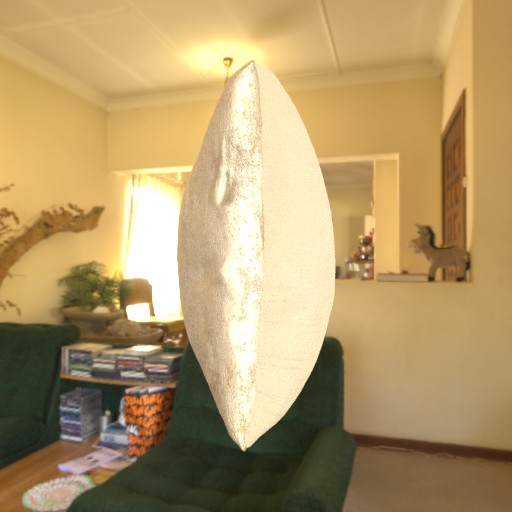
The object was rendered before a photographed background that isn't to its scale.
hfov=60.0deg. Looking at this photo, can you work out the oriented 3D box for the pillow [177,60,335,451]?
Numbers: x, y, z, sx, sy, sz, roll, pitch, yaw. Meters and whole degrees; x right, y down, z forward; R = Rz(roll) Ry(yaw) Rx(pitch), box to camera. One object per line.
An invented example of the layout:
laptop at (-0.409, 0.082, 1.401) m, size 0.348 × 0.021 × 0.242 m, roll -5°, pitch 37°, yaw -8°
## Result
pillow at (0.000, 0.000, 0.722) m, size 0.245 × 0.448 × 0.450 m, roll 0°, pitch -1°, yaw 0°
